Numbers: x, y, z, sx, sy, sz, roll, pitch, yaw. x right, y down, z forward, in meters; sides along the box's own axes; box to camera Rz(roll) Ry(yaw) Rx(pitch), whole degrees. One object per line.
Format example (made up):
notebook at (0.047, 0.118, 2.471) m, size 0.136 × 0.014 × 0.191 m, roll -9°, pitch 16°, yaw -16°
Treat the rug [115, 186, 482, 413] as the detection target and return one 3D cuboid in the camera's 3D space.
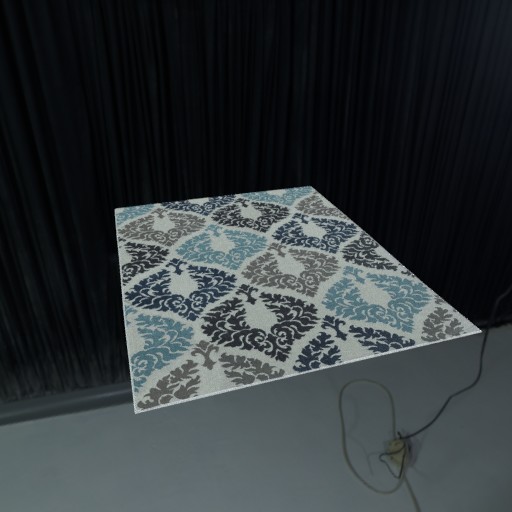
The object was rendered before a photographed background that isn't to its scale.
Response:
rug at (0.000, 0.000, 4.097) m, size 2.423 × 0.014 × 3.040 m, roll -9°, pitch 31°, yaw -15°
